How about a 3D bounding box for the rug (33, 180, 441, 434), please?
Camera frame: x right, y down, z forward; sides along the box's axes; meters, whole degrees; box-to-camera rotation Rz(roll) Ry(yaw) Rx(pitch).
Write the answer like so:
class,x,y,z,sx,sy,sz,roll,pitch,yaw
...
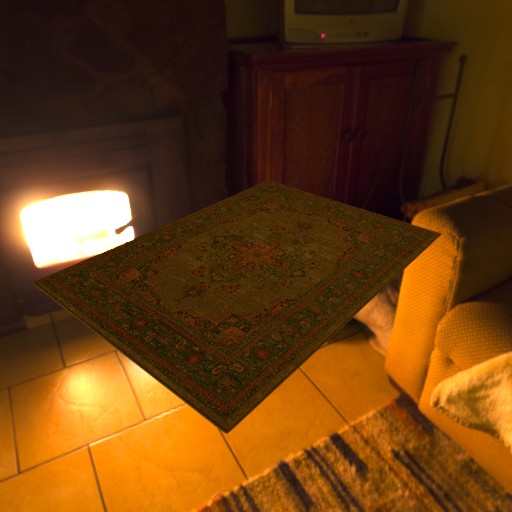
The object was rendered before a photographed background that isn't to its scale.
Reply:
class,x,y,z,sx,sy,sz,roll,pitch,yaw
rug,0.000,0.000,2.907,1.609,0.013,2.214,24,38,34
